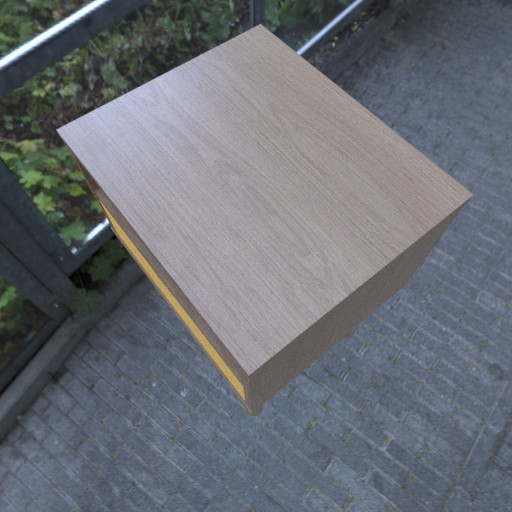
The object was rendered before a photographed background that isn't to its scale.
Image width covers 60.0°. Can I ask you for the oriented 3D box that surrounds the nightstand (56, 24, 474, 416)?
[{"bbox_3d":[0.000,0.000,0.868,0.380,0.571,0.450,-35,68,-17],"label":"nightstand"}]
